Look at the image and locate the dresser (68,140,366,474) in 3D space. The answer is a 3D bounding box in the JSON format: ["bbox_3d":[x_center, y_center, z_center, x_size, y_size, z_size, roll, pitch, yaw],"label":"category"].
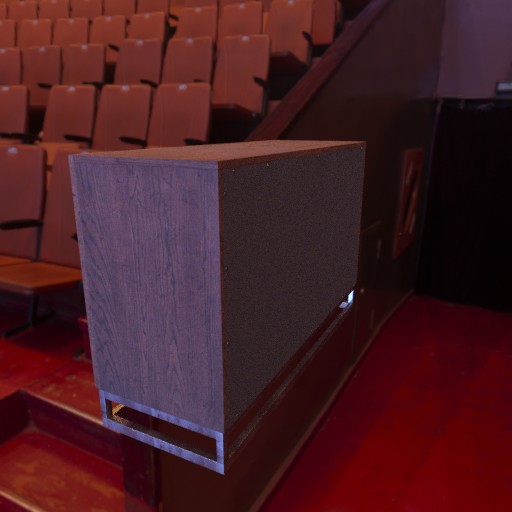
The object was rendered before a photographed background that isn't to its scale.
[{"bbox_3d":[0.000,0.000,2.204,0.623,1.061,1.646,8,18,26],"label":"dresser"}]
